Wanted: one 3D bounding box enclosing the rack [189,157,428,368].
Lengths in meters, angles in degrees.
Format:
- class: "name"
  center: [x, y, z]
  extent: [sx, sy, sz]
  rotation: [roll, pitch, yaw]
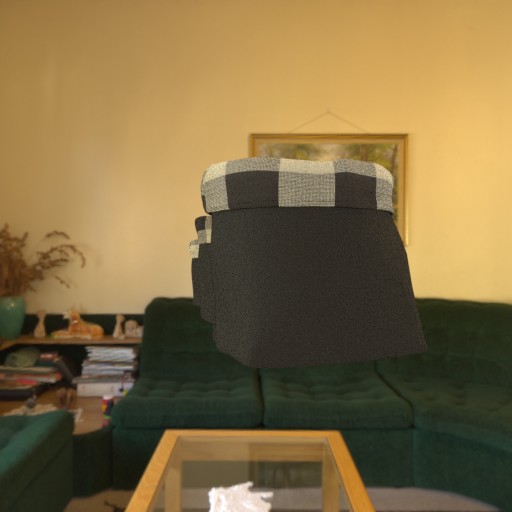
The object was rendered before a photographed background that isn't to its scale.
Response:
- class: "rack"
  center: [0.000, 0.000, 1.093]
  extent: [0.370, 0.329, 0.889]
  rotation: [0, 1, -17]
